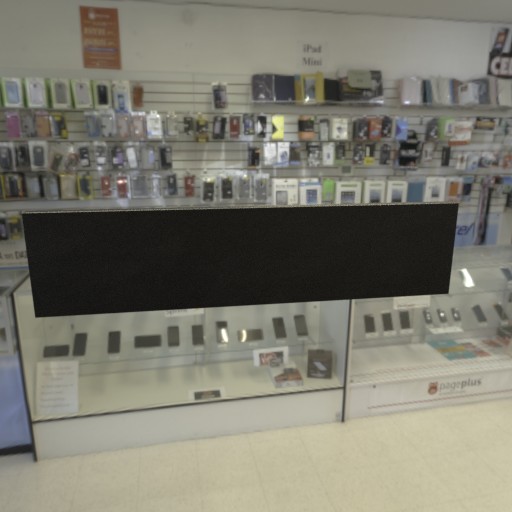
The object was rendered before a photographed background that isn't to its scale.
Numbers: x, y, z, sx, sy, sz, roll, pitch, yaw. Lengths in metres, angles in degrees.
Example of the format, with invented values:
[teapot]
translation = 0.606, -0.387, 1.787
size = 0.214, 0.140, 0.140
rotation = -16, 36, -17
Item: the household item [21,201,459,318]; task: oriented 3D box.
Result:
[household item]
translation = 0.000, 0.000, 1.050
size = 1.001, 0.236, 0.030
rotation = -2, 15, -9
